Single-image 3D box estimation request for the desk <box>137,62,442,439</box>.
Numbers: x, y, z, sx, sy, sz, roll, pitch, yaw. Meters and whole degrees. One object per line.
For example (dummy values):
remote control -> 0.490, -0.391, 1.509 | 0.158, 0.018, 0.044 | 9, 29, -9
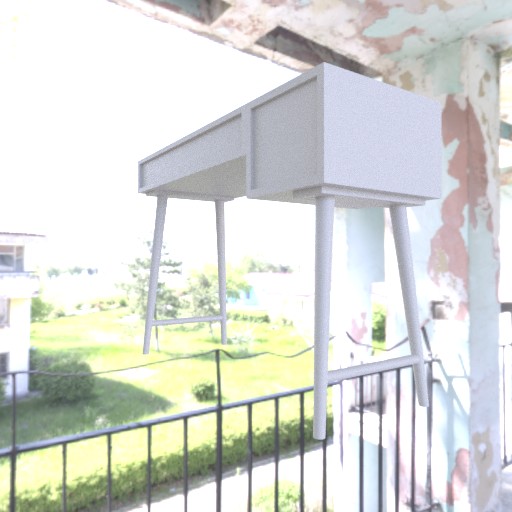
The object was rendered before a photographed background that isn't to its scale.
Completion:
desk -> 0.000, 0.000, 1.434 | 0.409, 0.761, 1.069 | 0, -1, -35
